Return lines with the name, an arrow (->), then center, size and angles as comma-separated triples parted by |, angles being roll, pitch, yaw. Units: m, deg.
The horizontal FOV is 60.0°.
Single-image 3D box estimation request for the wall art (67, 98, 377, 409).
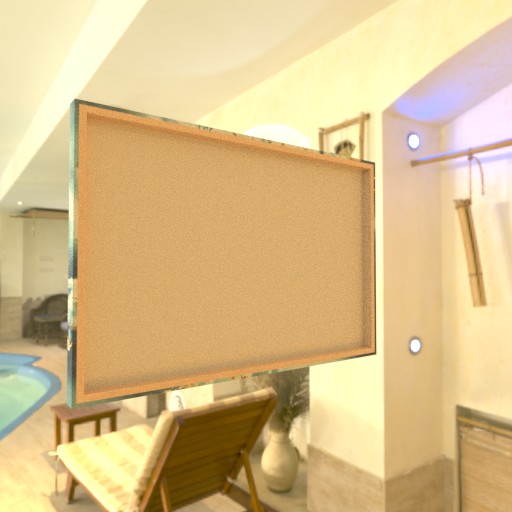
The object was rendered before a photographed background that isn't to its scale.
wall art -> 0.000, 0.000, 1.150 | 0.912, 0.608, 0.038 | 1, -2, -36
